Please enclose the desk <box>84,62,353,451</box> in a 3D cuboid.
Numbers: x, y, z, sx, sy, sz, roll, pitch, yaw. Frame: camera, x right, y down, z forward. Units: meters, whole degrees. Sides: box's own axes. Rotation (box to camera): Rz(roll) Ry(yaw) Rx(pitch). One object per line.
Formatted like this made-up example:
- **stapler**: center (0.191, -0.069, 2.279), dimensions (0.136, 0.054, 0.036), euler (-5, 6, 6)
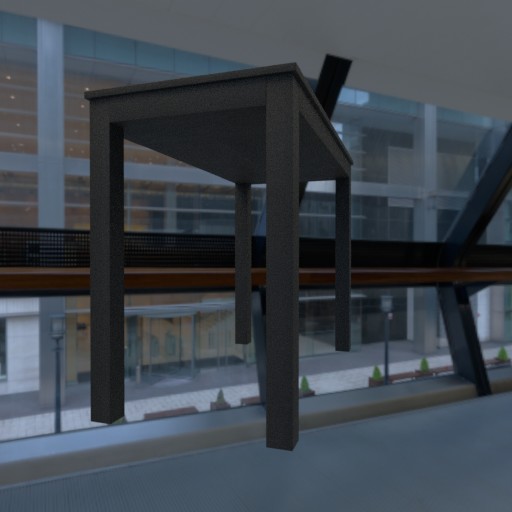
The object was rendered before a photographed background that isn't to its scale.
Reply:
- **desk**: center (0.000, 0.000, 1.411), dimensions (0.499, 0.762, 0.991), euler (0, 1, 19)
